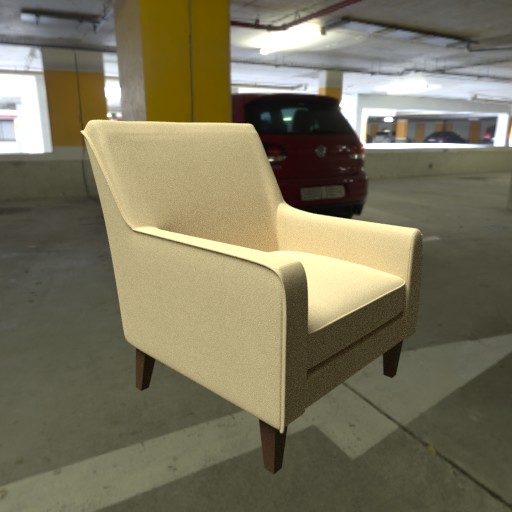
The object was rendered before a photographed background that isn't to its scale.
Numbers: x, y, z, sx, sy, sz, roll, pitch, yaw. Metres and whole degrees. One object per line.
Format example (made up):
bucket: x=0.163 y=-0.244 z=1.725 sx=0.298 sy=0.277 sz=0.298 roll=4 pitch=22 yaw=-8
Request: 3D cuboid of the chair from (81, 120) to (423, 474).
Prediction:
chair: x=0.000 y=0.000 z=1.558 sx=0.899 sy=0.919 sz=0.780 roll=14 pitch=20 yaw=41
